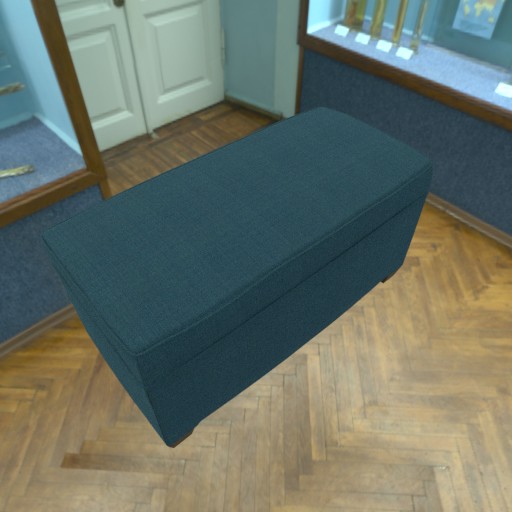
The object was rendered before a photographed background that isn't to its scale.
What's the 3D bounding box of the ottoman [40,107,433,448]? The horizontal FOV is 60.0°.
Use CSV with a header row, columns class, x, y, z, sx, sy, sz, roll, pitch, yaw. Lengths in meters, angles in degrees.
class,x,y,z,sx,sy,sz,roll,pitch,yaw
ottoman,0.000,0.000,1.245,0.943,0.474,0.474,-32,54,-27
